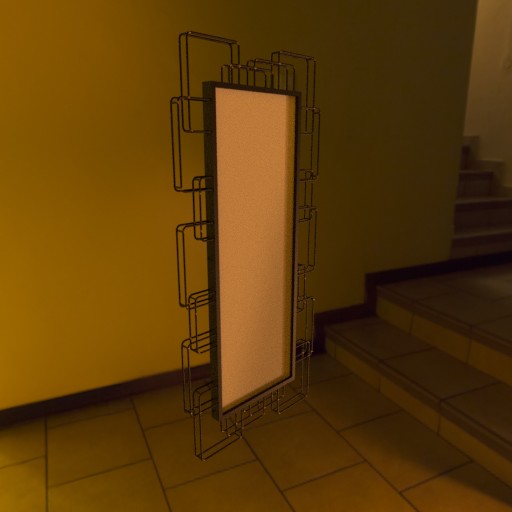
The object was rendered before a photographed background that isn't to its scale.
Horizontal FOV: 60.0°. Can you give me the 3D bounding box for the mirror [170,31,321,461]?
[{"bbox_3d":[0.000,0.000,1.370,0.037,1.192,0.565,14,20,43],"label":"mirror"}]
